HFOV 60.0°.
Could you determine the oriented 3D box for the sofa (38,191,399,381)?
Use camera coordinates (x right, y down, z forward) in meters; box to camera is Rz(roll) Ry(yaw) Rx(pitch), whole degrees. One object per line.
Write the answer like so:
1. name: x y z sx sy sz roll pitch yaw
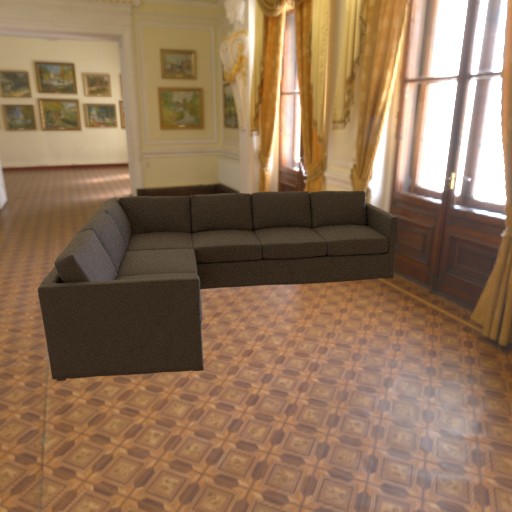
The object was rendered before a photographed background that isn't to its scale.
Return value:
1. sofa: 0.000 0.000 4.211 3.182 0.871 2.432 -3 18 -9
